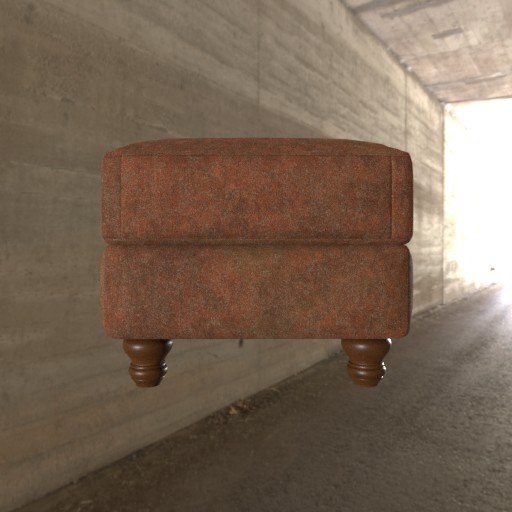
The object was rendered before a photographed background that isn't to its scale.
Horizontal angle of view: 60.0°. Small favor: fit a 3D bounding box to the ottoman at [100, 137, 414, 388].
[{"bbox_3d":[0.000,0.000,1.176,0.635,0.508,0.787,0,0,0],"label":"ottoman"}]
